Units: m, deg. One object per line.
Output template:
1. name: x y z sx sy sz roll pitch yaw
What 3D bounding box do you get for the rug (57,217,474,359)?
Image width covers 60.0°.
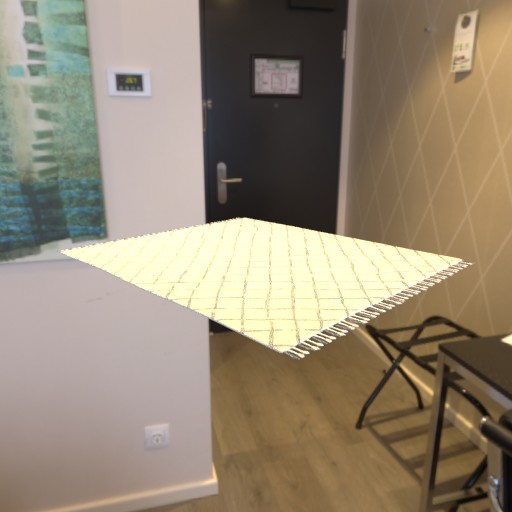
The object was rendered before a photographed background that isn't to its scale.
1. rug: 0.000 0.000 4.835 3.585 0.036 2.892 15 22 43
